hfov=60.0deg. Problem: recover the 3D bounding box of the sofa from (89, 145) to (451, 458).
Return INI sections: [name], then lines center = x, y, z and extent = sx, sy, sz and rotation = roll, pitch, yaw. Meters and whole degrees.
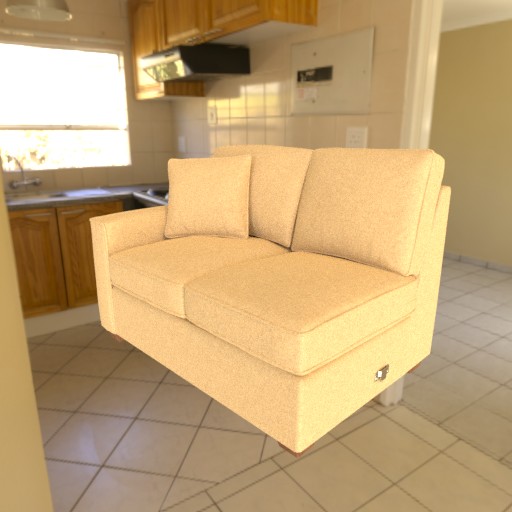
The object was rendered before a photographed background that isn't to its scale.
[sofa]
center = 0.000, 0.000, 2.067
extent = 0.991, 0.989, 1.388
rotation = -15, 22, -43
